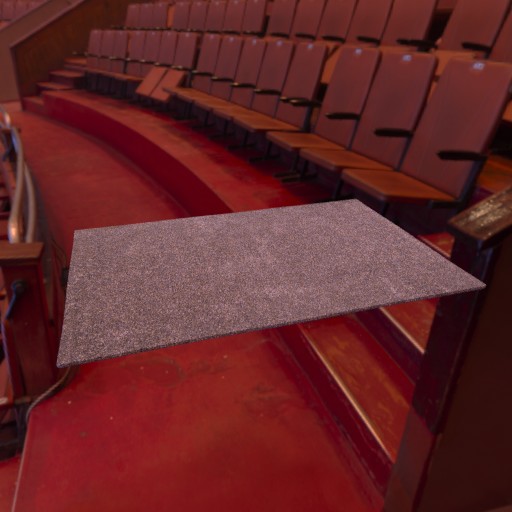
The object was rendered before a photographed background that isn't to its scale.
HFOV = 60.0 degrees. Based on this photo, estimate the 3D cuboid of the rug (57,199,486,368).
[{"bbox_3d":[0.000,0.000,3.397,2.699,0.026,1.802,-8,28,-15],"label":"rug"}]
